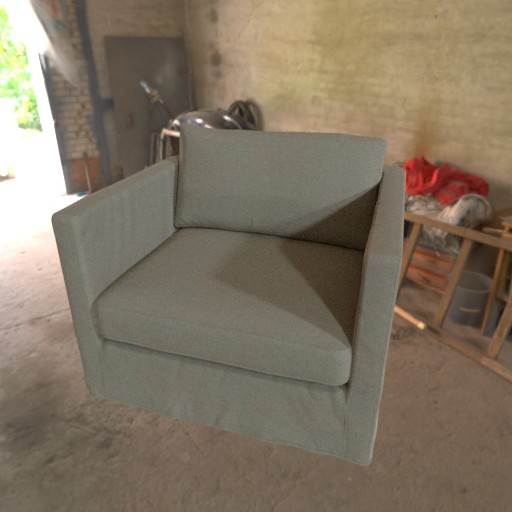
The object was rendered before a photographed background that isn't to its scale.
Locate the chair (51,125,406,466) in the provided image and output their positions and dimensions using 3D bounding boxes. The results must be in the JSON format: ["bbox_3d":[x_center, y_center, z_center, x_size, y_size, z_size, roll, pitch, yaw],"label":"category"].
[{"bbox_3d":[0.000,0.000,1.702,1.057,0.863,0.949,8,27,16],"label":"chair"}]
